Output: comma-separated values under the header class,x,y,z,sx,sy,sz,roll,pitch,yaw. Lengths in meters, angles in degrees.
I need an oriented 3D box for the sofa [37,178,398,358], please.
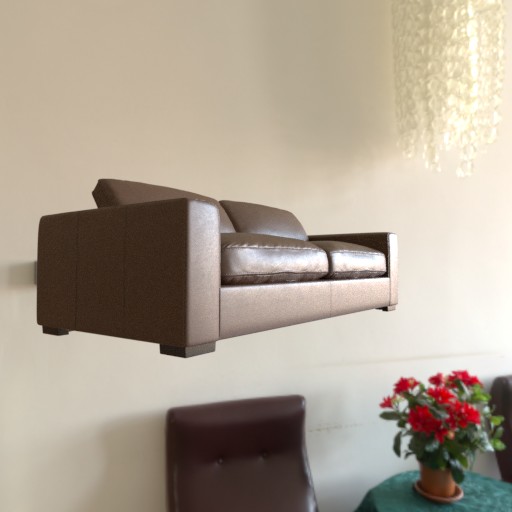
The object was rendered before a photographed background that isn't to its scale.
class,x,y,z,sx,sy,sz,roll,pitch,yaw
sofa,0.000,0.000,2.790,1.070,0.801,2.262,-1,-2,37
